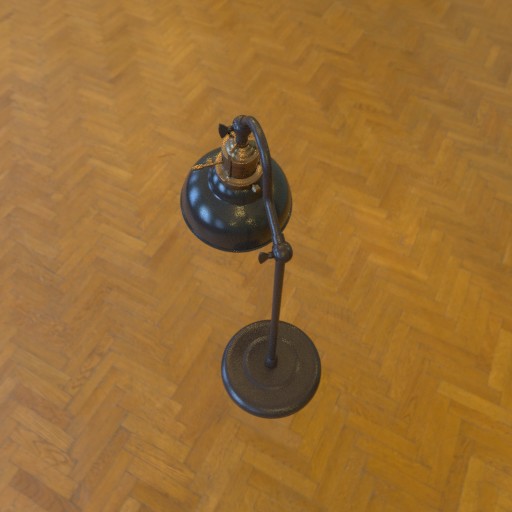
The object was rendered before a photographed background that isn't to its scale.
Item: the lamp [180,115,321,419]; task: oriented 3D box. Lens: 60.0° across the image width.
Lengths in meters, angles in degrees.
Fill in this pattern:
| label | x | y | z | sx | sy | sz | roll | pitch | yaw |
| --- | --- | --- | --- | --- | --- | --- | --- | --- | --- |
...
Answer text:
| label | x | y | z | sx | sy | sz | roll | pitch | yaw |
| --- | --- | --- | --- | --- | --- | --- | --- | --- | --- |
| lamp | 0.000 | 0.000 | 0.686 | 0.192 | 0.508 | 0.374 | -15 | 58 | -10 |
